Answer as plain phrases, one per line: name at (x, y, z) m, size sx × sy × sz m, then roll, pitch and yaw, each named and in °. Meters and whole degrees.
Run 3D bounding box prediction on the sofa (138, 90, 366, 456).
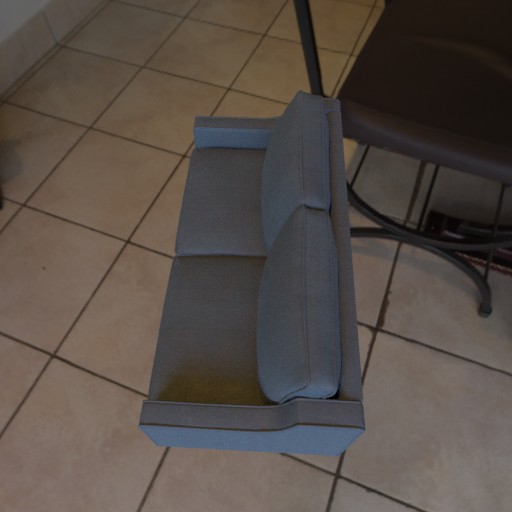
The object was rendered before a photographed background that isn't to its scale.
sofa at (0.000, 0.000, 2.795) m, size 1.066 × 1.071 × 2.178 m, roll 2°, pitch 58°, yaw 2°
